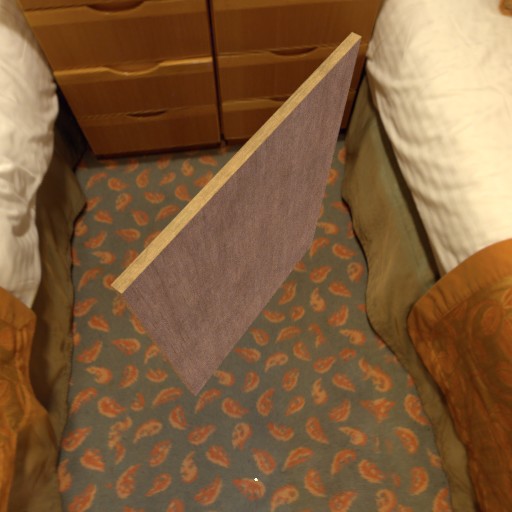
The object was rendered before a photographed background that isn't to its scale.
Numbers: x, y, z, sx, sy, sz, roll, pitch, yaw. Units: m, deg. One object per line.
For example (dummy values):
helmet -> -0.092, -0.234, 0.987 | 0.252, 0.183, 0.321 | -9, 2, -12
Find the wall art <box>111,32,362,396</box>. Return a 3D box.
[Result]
wall art -> 0.000, 0.000, 0.902 | 0.018, 0.686, 0.534 | 33, 68, 15
